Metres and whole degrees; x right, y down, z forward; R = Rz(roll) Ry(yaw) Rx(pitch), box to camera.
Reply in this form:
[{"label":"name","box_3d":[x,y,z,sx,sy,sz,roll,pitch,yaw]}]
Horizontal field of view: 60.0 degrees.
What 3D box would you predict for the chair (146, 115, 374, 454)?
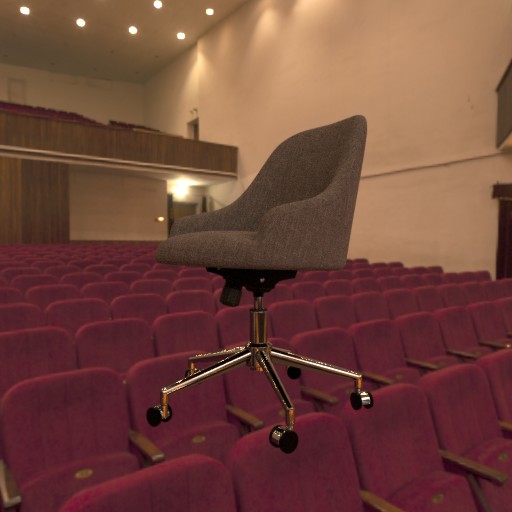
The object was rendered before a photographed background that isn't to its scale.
[{"label":"chair","box_3d":[0.000,0.000,1.427,0.712,0.950,0.671,-1,1,-37]}]
